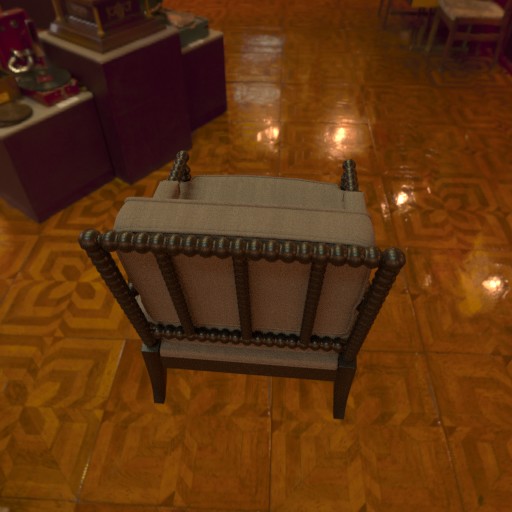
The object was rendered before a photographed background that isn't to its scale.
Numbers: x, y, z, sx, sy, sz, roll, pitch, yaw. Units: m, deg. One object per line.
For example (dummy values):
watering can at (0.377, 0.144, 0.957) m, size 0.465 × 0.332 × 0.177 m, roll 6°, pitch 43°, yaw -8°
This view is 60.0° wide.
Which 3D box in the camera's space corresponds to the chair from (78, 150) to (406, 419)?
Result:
chair at (0.000, 0.000, 1.094) m, size 0.540 × 0.661 × 0.622 m, roll 4°, pitch 46°, yaw 4°
